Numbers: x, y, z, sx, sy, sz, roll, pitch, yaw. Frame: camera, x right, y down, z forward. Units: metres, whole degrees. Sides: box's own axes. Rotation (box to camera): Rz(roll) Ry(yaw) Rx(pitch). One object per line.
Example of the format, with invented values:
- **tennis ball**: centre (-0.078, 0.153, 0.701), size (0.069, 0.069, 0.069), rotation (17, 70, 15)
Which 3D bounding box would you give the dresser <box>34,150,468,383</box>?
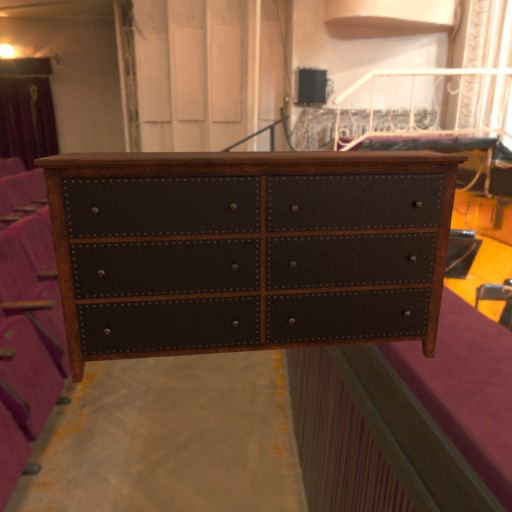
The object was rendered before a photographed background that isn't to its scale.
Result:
- **dresser**: centre (0.000, 0.000, 1.901), size (1.551, 0.856, 0.463), rotation (-2, 16, -7)
